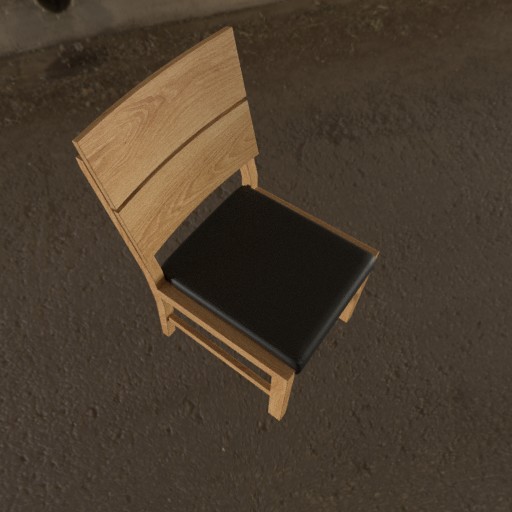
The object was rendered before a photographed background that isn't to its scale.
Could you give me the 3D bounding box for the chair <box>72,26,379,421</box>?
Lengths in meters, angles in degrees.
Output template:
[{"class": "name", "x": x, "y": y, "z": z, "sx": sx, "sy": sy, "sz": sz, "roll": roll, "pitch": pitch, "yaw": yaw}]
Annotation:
[{"class": "chair", "x": 0.000, "y": 0.000, "z": 1.266, "sx": 0.569, "sy": 0.950, "sz": 0.475, "roll": 32, "pitch": 63, "yaw": 18}]
